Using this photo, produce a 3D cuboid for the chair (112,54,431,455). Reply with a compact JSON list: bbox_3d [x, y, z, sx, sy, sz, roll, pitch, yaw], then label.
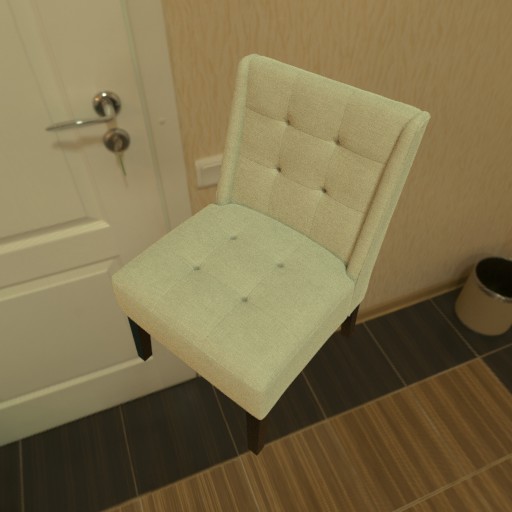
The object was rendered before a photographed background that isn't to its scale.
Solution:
[{"bbox_3d":[0.000,0.000,1.306,0.569,0.853,0.676,31,54,26],"label":"chair"}]
